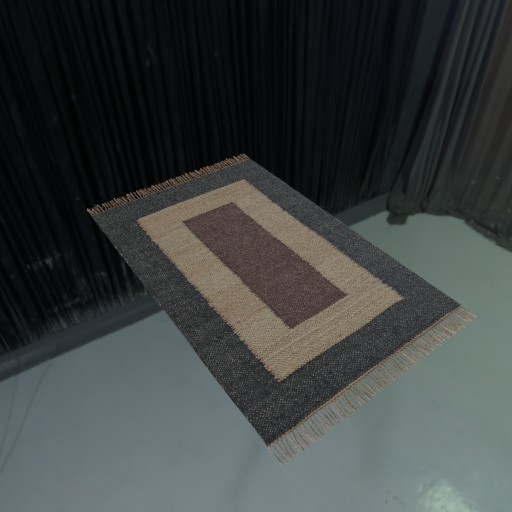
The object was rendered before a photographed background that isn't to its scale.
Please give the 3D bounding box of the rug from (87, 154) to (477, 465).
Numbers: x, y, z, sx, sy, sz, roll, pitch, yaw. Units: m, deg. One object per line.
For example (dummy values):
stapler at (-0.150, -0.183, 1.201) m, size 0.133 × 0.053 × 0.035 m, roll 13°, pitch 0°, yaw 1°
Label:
rug at (0.000, 0.000, 2.500) m, size 1.224 × 0.027 × 2.021 m, roll -26°, pitch 48°, yaw -26°
